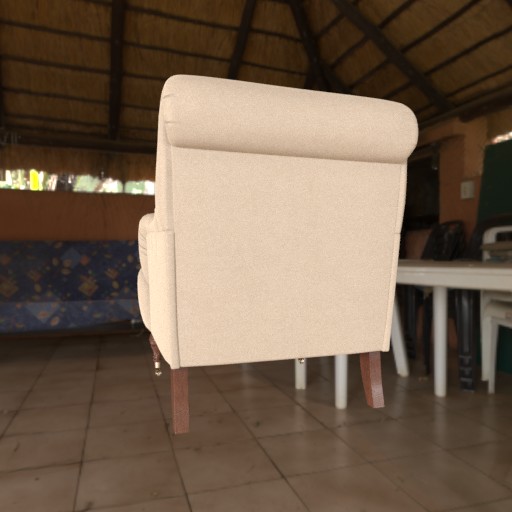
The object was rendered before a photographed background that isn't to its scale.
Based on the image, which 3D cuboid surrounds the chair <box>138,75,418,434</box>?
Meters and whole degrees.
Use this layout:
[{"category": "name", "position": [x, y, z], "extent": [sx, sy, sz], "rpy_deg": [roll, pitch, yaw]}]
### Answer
[{"category": "chair", "position": [0.000, 0.000, 1.556], "extent": [0.766, 0.942, 0.842], "rpy_deg": [0, 0, -19]}]
